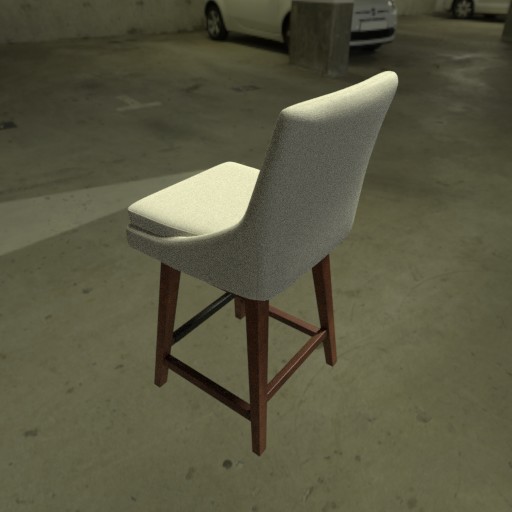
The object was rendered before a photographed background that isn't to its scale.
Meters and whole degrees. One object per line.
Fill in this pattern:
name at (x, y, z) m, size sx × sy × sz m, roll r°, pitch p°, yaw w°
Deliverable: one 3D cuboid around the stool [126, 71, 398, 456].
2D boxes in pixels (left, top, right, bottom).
stool at (0.000, 0.000, 1.268) m, size 0.559 × 0.991 × 0.469 m, roll 22°, pitch 39°, yaw 31°
